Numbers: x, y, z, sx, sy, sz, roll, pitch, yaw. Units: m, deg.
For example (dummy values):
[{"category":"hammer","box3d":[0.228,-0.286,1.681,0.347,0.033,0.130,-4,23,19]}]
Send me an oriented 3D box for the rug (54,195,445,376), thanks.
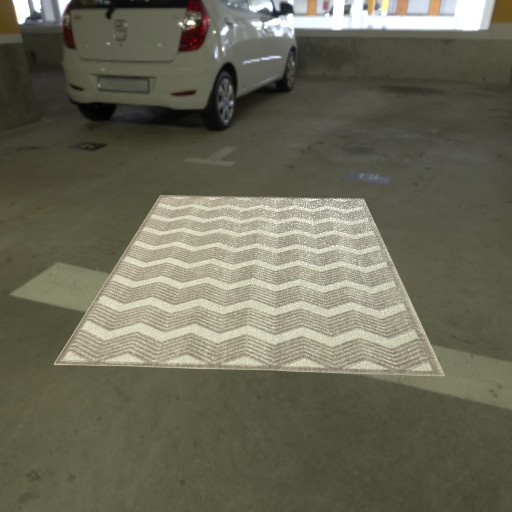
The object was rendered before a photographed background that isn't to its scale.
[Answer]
[{"category":"rug","box3d":[0.000,0.000,3.960,2.391,0.005,2.880,1,29,2]}]
